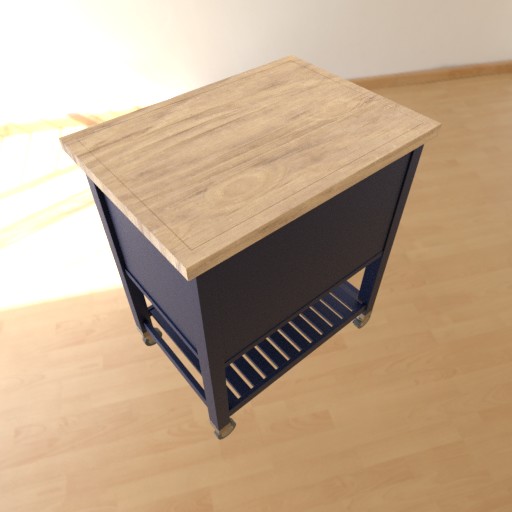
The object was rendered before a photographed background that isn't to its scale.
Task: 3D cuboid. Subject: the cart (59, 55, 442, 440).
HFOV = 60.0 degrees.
[{"bbox_3d":[0.000,0.000,1.451,0.797,0.920,0.567,-31,54,-26],"label":"cart"}]
